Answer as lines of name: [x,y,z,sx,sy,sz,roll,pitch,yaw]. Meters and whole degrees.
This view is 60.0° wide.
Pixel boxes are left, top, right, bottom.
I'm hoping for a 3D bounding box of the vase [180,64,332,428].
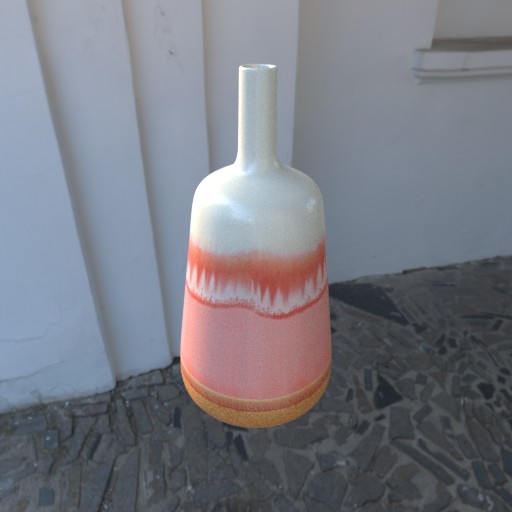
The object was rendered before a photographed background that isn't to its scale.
vase: [0.000,0.000,0.374,0.144,0.296,0.144,0,30,0]
